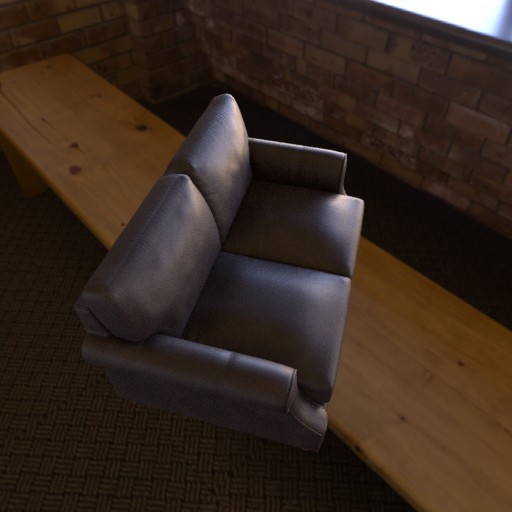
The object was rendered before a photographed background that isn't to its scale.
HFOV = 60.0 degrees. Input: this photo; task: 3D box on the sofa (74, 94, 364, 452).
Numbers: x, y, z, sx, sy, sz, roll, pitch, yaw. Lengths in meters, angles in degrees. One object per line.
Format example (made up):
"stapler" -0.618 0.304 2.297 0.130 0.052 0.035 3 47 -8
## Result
"sofa" 0.000 0.000 2.325 1.030 0.979 1.663 11 48 10
